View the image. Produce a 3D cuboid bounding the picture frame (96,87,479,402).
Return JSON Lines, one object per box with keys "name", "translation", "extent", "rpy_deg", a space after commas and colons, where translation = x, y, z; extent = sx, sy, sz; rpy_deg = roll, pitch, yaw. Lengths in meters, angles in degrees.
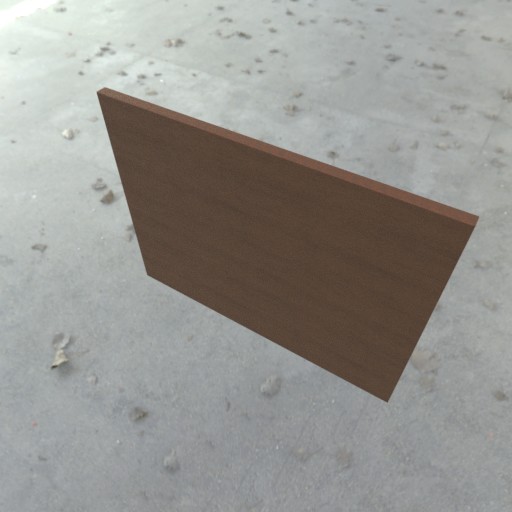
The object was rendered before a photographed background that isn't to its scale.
{"name": "picture frame", "translation": [0.000, 0.000, 1.739], "extent": [1.329, 1.018, 0.045], "rpy_deg": [25, 52, 21]}
